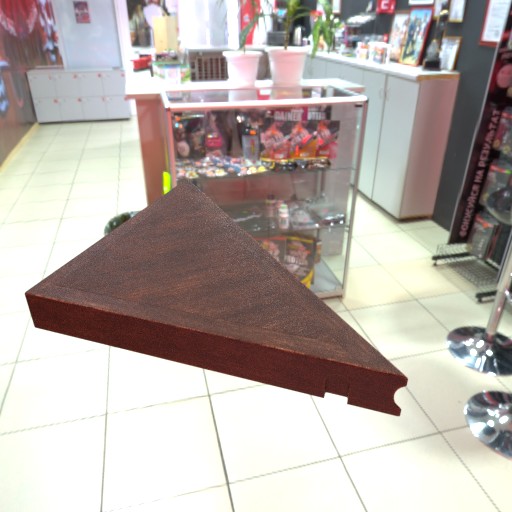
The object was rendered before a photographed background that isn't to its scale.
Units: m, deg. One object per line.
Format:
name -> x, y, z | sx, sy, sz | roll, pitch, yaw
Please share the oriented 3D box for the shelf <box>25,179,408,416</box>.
shelf -> 0.000, 0.000, 0.445 | 0.296, 0.035, 0.296 | 9, 30, 16
